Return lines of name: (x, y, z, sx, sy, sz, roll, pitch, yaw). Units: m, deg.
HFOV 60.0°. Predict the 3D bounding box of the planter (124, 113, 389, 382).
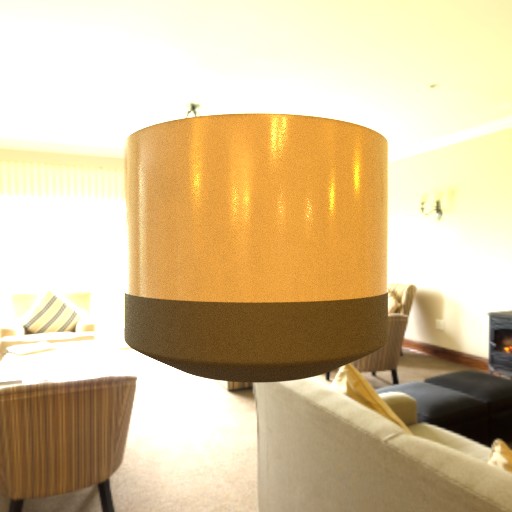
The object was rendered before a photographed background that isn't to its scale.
planter: (0.000, 0.000, 0.225, 0.128, 0.105, 0.128, 0, 1, 0)
